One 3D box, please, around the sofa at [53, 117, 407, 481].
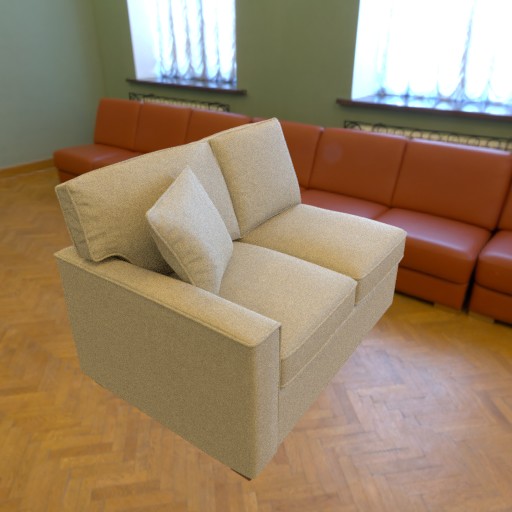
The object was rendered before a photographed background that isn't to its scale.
[{"bbox_3d":[0.000,0.000,2.036,0.991,0.989,1.388,18,32,31],"label":"sofa"}]
